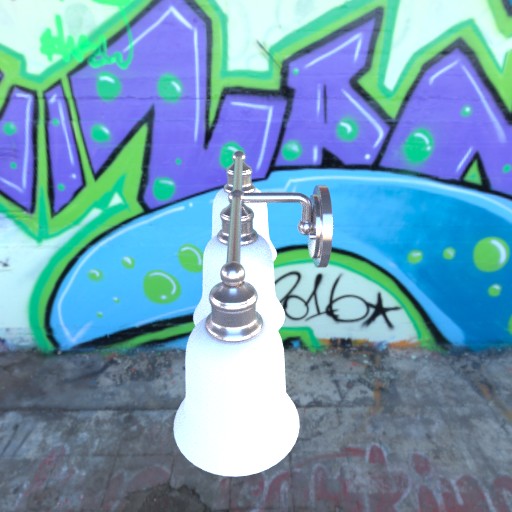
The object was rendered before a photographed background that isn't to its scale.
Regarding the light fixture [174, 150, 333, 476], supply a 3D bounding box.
[{"bbox_3d":[0.000,0.000,0.656,0.198,0.211,0.570,-1,27,-1],"label":"light fixture"}]
